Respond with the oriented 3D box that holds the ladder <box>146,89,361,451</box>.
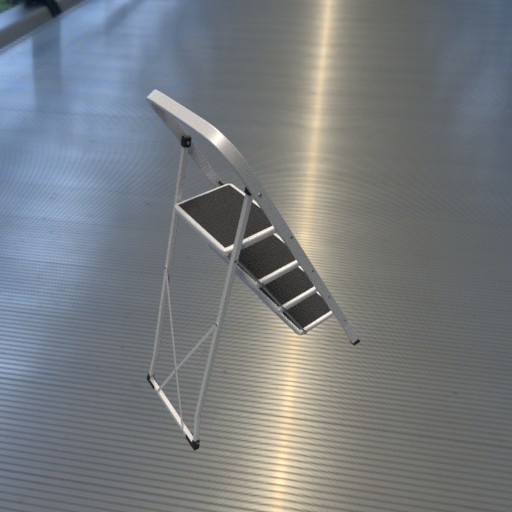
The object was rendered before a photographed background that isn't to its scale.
[{"bbox_3d":[0.000,0.000,1.644,0.914,1.265,0.460,-27,48,-27],"label":"ladder"}]
